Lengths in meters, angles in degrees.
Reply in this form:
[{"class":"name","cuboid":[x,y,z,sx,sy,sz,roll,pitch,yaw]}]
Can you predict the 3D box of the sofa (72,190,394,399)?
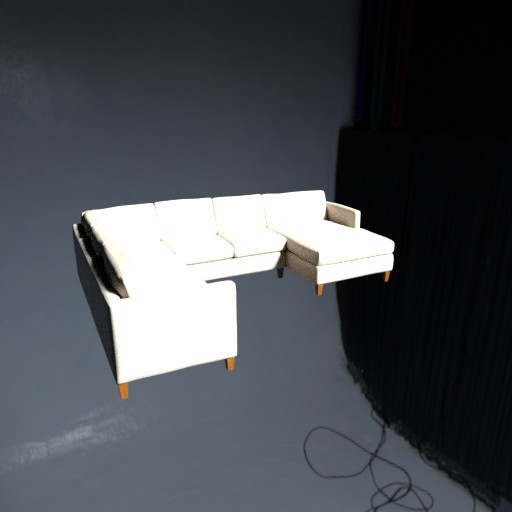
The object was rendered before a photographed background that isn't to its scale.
[{"class":"sofa","cuboid":[0.000,0.000,4.790,3.460,0.961,2.594,-9,20,-25]}]
